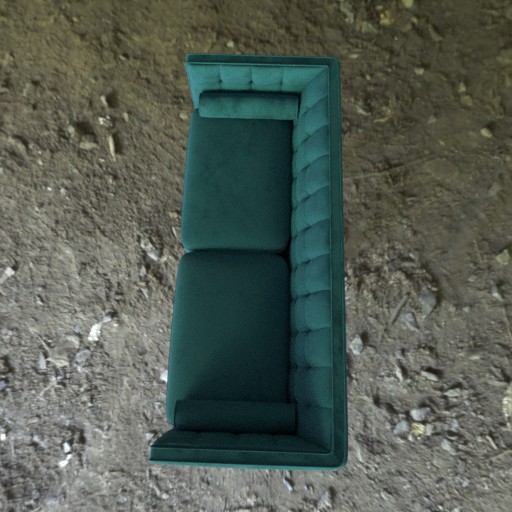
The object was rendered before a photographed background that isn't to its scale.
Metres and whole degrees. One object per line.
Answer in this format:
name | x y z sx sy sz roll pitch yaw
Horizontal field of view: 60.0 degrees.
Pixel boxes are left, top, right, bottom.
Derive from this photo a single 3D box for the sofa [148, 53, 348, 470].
sofa | 0.000 0.000 2.496 0.867 0.789 2.087 2 74 1
